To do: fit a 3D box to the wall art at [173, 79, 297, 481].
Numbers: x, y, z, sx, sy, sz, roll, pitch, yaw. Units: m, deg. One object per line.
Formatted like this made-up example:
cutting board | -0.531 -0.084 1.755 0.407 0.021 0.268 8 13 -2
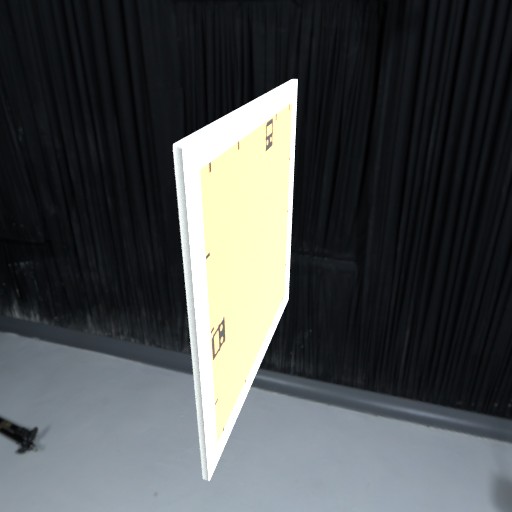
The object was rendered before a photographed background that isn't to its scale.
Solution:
wall art | 0.000 0.000 0.874 0.013 0.584 0.584 8 30 15
